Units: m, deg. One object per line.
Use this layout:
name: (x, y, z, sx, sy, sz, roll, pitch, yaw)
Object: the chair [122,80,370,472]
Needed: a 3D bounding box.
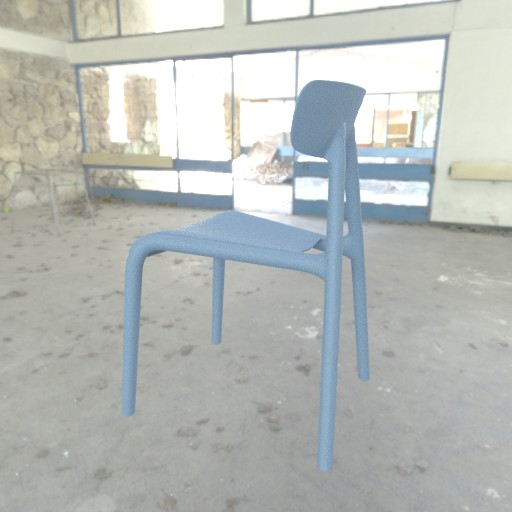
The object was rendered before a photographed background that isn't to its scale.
chair: (0.000, 0.000, 0.832, 0.401, 0.580, 0.356, 7, 16, 24)
